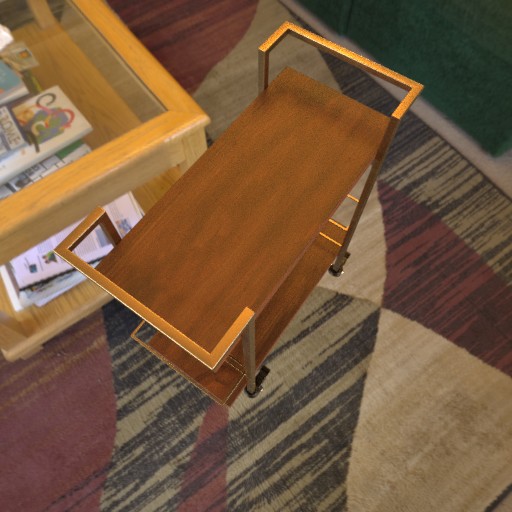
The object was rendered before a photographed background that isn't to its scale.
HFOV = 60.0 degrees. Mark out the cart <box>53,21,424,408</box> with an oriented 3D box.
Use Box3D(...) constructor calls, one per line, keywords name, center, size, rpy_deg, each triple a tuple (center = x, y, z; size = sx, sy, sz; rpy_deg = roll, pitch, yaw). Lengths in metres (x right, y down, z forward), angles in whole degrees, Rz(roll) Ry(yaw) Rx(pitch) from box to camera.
Box3D(name="cart", center=(0.000, 0.000, 1.164), size=(0.364, 0.807, 0.695), rpy_deg=(33, 69, 15))
